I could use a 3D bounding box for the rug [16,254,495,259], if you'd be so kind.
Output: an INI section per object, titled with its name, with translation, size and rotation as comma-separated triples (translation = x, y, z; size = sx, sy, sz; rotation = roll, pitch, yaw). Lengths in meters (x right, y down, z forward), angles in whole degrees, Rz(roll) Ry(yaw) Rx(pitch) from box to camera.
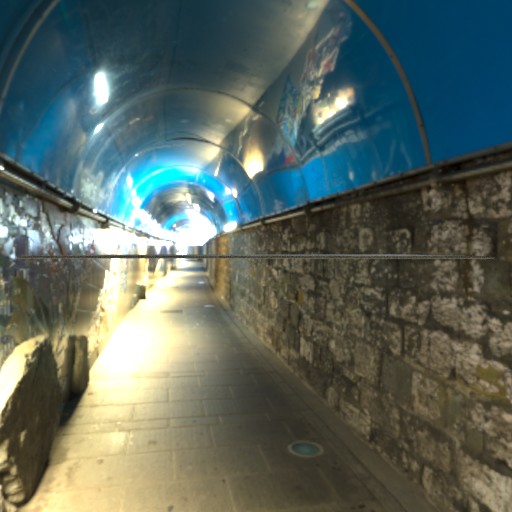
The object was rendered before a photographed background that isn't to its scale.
[rug]
translation = 0.000, 0.000, 3.019
size = 2.431, 0.012, 1.536
rotation = 0, 1, 1
